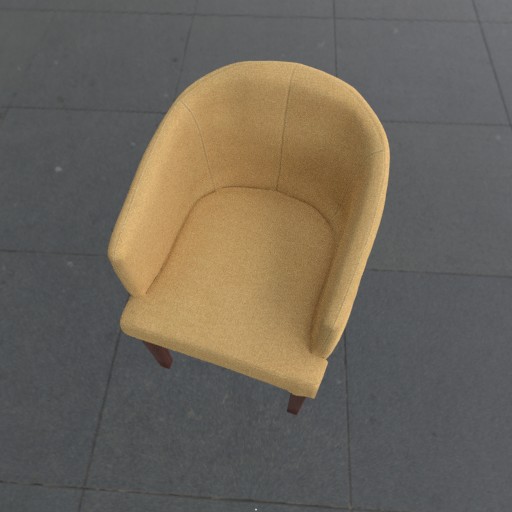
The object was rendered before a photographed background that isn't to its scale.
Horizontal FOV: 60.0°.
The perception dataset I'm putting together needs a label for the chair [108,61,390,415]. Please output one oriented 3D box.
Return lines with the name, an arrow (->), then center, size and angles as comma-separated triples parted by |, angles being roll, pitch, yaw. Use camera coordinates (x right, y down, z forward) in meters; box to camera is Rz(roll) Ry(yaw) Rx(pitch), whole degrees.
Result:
chair -> 0.000, 0.000, 1.257 | 0.583, 0.811, 0.655 | 16, 62, 9
